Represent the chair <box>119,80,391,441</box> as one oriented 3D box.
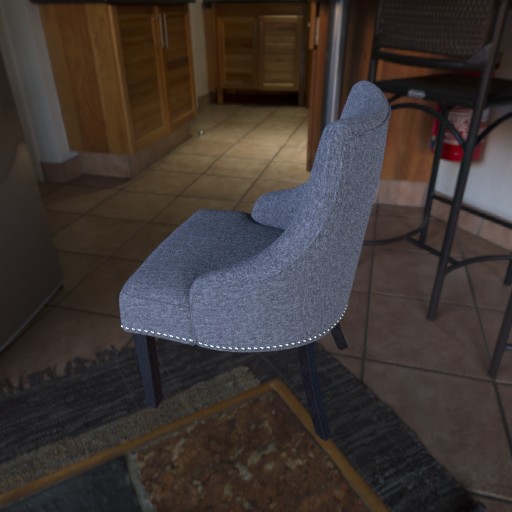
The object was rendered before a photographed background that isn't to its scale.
[{"bbox_3d":[0.000,0.000,1.284,0.629,0.909,0.566,9,32,15],"label":"chair"}]
